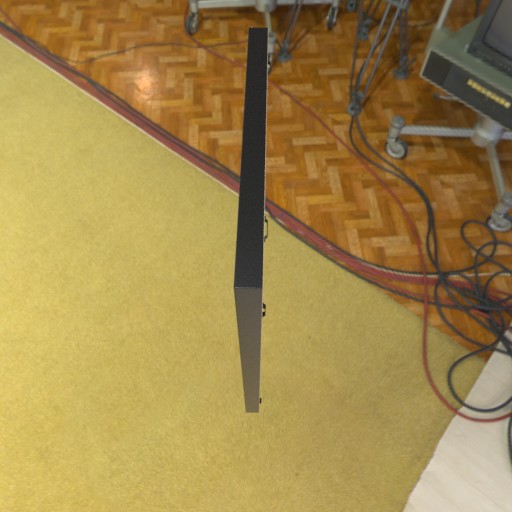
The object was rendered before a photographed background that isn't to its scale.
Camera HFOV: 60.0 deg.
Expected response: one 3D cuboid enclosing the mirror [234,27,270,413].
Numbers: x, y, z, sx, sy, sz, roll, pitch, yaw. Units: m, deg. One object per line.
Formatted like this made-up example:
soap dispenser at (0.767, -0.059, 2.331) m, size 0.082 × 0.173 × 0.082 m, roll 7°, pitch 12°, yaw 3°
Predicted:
mirror at (0.000, 0.000, 0.950) m, size 0.039 × 0.710 × 0.507 m, roll 1°, pitch 59°, yaw 1°
